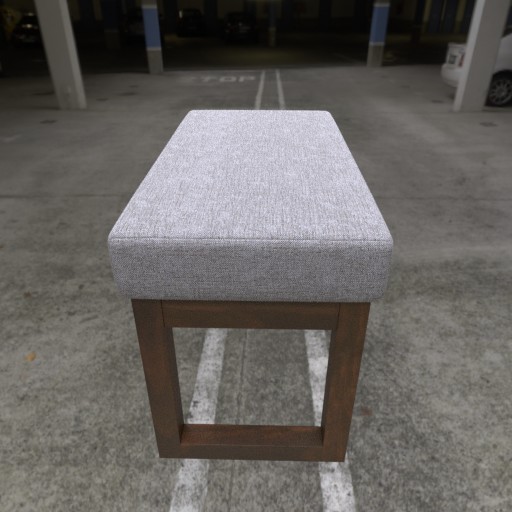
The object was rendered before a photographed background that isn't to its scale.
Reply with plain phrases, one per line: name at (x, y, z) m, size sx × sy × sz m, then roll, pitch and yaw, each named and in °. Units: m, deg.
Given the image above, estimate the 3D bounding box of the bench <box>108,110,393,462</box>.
bench at (0.000, 0.000, 0.948) m, size 0.366 × 0.467 × 0.681 m, roll 1°, pitch 31°, yaw 1°
